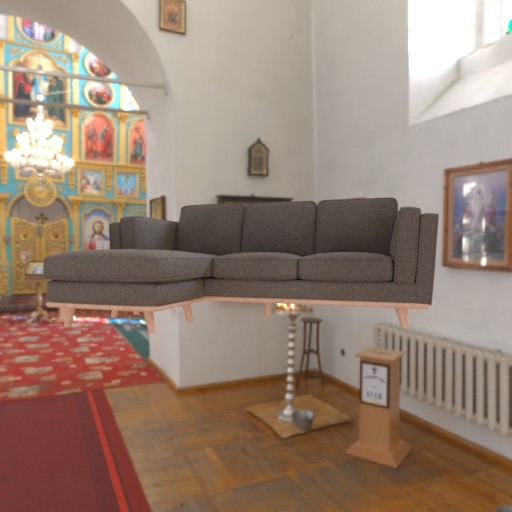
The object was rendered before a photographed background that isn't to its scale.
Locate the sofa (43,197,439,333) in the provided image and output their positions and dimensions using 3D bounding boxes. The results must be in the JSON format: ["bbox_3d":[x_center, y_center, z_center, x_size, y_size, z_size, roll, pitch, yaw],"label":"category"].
[{"bbox_3d":[0.000,0.000,3.163,2.411,0.929,1.604,0,0,19],"label":"sofa"}]
